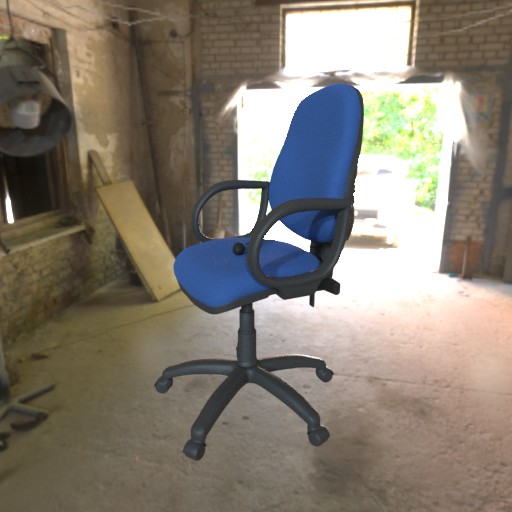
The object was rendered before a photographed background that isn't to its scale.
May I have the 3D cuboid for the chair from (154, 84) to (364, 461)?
[{"bbox_3d":[0.000,0.000,1.227,0.549,0.905,0.552,-7,17,-24],"label":"chair"}]
